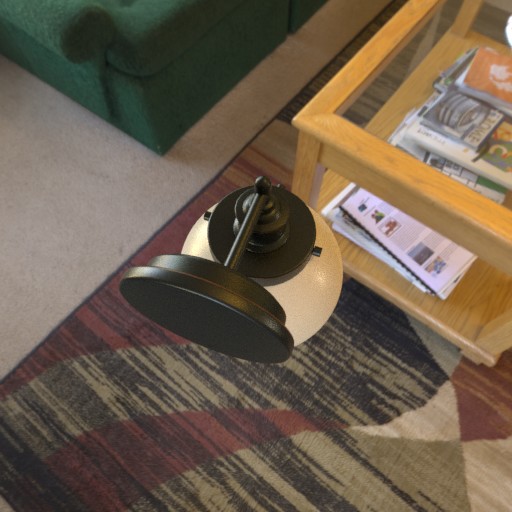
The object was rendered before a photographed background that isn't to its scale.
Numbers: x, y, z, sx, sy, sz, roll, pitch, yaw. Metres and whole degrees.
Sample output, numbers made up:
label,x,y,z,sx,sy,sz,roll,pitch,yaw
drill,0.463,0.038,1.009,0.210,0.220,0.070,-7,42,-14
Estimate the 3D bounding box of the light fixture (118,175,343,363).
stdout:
label,x,y,z,sx,sy,sz,roll,pitch,yaw
light fixture,0.000,0.000,0.469,0.197,0.332,0.230,18,65,9
